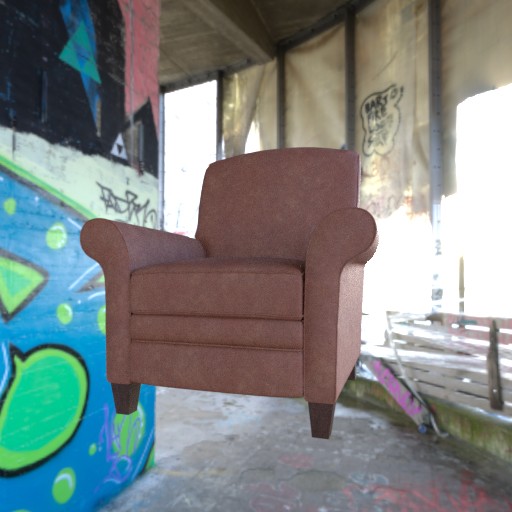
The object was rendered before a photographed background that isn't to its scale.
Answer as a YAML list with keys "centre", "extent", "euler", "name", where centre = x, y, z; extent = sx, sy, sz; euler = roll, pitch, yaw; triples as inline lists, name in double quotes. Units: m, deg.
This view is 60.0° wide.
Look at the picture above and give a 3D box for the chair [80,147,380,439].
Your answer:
- centre: [0.000, 0.000, 1.763]
  extent: [0.978, 1.061, 0.902]
  euler: [-1, -2, 18]
  name: "chair"
